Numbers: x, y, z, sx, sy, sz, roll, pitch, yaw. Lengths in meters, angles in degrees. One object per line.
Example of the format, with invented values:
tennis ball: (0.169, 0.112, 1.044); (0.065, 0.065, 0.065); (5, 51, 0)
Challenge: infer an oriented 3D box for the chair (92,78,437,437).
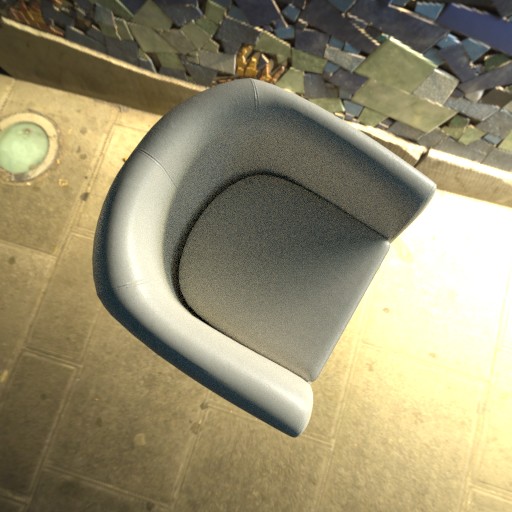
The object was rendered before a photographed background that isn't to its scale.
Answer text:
chair: (0.000, 0.000, 1.415); (0.727, 0.756, 0.792); (31, 78, 7)
